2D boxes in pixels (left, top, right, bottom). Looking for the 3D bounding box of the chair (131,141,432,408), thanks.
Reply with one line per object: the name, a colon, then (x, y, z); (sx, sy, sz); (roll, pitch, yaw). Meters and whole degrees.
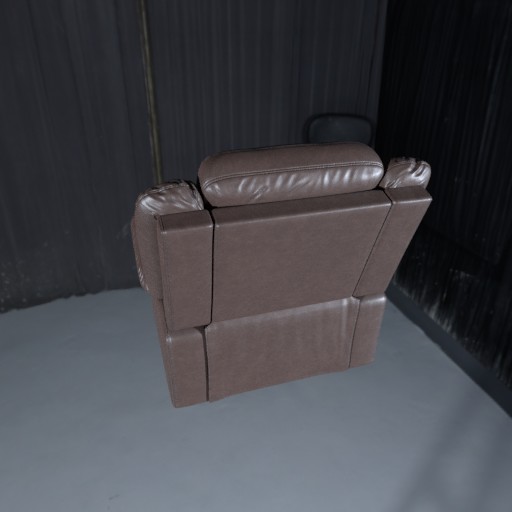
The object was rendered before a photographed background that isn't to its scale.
chair: (0.000, 0.000, 1.728); (0.899, 1.009, 0.934); (-8, 29, -15)
